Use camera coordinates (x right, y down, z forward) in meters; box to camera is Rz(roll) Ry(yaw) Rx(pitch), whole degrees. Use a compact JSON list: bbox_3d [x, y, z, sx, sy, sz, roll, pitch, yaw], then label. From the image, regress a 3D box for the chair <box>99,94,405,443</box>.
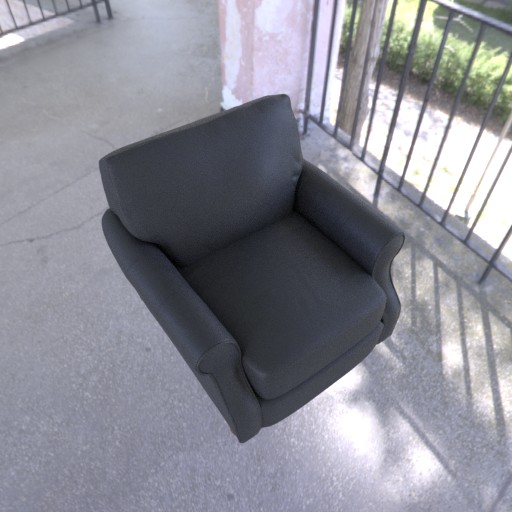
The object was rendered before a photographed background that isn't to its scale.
[{"bbox_3d":[0.000,0.000,1.819,1.015,0.960,1.027,-24,51,-21],"label":"chair"}]
